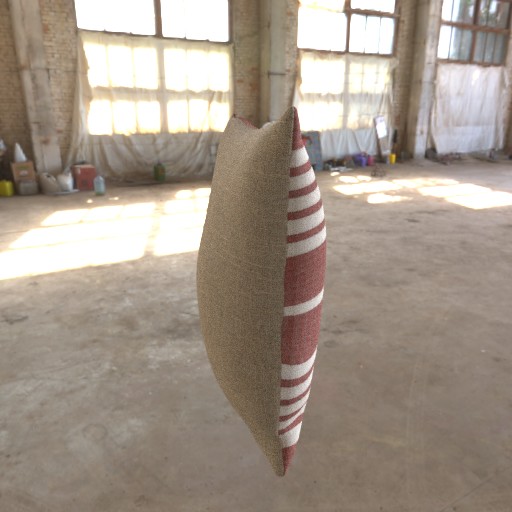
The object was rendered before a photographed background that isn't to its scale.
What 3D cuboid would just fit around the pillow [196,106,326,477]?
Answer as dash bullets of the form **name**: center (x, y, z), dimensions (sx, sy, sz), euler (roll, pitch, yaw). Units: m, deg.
- **pillow**: center (0.000, 0.000, 0.675), dimensions (0.182, 0.427, 0.439), euler (-3, 18, -10)
